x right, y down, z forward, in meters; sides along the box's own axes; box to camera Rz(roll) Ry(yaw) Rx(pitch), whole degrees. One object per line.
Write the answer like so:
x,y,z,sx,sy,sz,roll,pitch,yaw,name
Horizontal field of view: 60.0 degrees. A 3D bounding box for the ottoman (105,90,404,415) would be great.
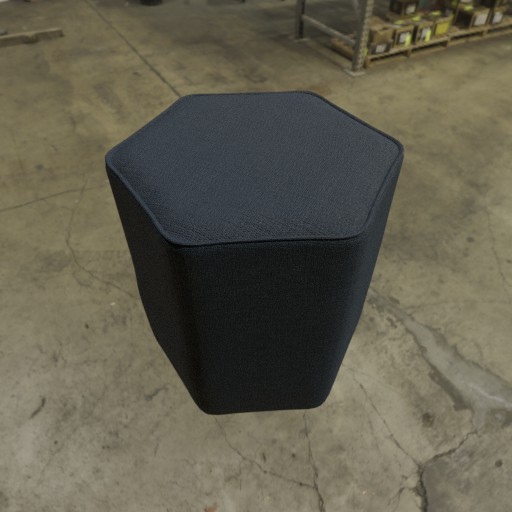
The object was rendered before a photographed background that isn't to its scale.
0.000,0.000,0.889,0.454,0.505,0.492,-22,49,-21,ottoman
